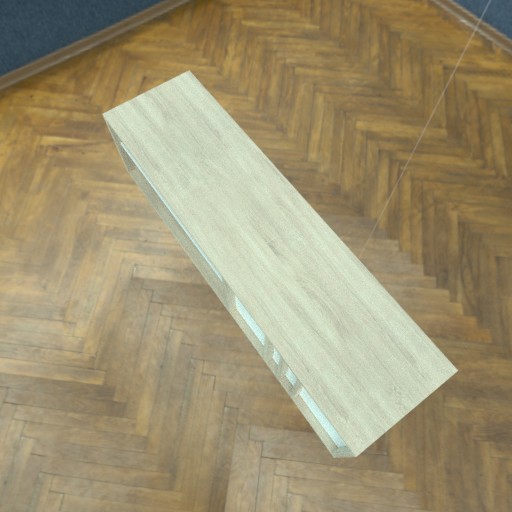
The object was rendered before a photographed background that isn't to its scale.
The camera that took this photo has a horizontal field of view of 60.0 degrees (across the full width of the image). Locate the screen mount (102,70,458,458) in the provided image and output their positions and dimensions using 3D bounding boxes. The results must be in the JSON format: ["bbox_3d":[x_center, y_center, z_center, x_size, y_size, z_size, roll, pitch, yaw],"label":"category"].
[{"bbox_3d":[0.000,0.000,1.753,0.400,0.510,1.500,-33,69,-14],"label":"screen mount"}]
